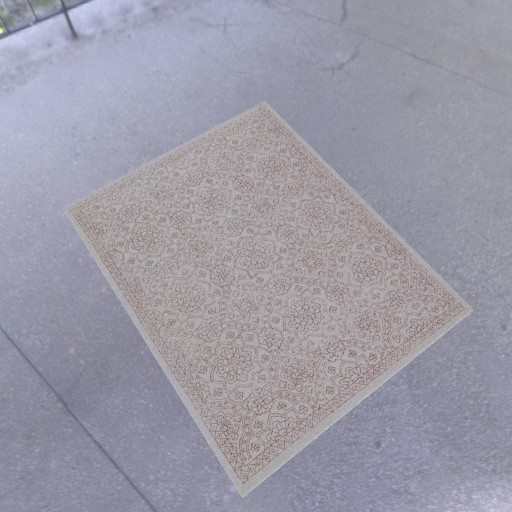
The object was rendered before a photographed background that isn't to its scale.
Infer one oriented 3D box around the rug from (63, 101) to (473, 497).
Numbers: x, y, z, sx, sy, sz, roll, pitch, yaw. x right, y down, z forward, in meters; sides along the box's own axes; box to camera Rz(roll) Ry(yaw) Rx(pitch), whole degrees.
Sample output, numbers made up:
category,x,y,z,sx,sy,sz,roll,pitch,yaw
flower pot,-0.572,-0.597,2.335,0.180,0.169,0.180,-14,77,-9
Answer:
category,x,y,z,sx,sy,sz,roll,pitch,yaw
rug,0.000,0.000,4.071,2.441,0.015,3.050,-33,67,-15
